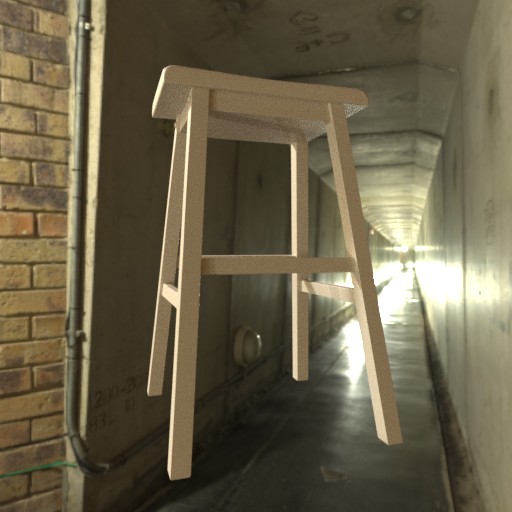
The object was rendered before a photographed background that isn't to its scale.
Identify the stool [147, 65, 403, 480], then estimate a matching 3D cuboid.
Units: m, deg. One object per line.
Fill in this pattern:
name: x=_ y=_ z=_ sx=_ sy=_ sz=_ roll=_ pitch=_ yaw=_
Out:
stool: x=0.000 y=0.000 z=1.028 sx=0.457 sy=0.737 sz=0.476 roll=0 pitch=1 yaw=-18
